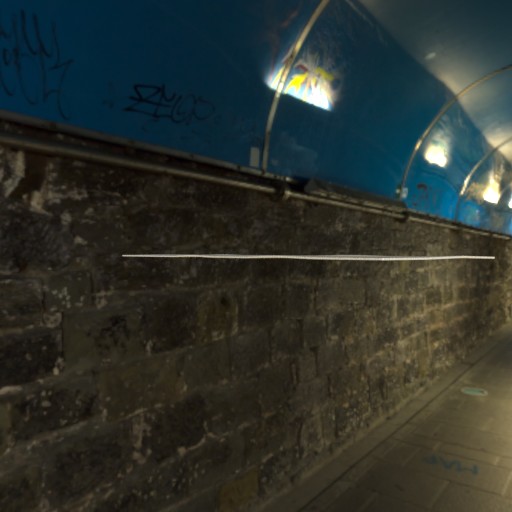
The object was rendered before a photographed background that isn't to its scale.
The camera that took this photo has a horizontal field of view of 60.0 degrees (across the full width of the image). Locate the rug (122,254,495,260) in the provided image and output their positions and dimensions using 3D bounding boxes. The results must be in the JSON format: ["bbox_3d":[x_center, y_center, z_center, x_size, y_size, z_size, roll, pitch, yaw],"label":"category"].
[{"bbox_3d":[0.000,0.000,2.667,0.762,0.013,2.439,0,0,-37],"label":"rug"}]
